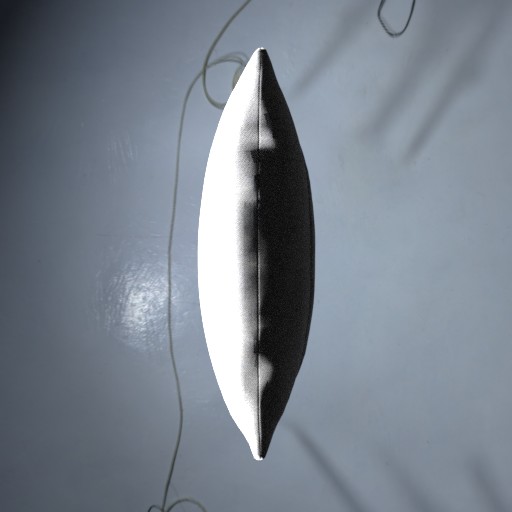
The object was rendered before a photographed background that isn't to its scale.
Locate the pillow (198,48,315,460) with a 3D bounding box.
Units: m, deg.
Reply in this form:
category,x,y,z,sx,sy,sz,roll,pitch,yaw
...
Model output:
category,x,y,z,sx,sy,sz,roll,pitch,yaw
pillow,0.000,0.000,0.679,0.173,0.436,0.433,0,89,1
